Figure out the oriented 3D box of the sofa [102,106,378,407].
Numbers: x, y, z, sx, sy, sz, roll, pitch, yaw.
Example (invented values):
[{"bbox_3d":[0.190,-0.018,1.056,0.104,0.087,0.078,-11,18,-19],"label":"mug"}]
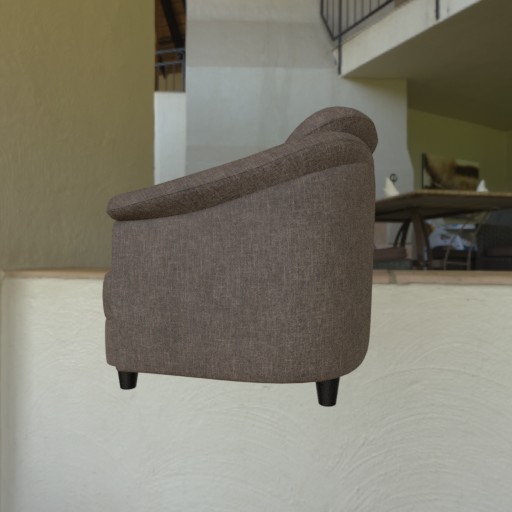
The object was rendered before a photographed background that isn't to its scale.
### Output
[{"bbox_3d":[0.000,0.000,1.504,0.794,0.811,0.870,0,0,19],"label":"sofa"}]
